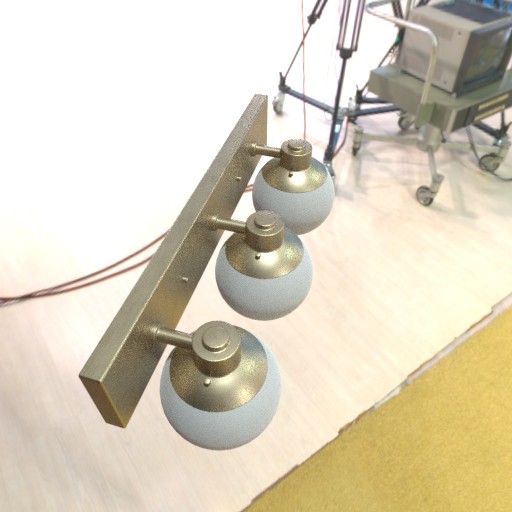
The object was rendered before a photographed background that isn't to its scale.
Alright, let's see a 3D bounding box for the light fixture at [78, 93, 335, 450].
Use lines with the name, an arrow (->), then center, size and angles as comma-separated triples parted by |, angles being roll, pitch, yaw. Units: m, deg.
light fixture -> 0.000, 0.000, 0.823 | 0.218, 0.263, 0.721 | 12, 48, 11
